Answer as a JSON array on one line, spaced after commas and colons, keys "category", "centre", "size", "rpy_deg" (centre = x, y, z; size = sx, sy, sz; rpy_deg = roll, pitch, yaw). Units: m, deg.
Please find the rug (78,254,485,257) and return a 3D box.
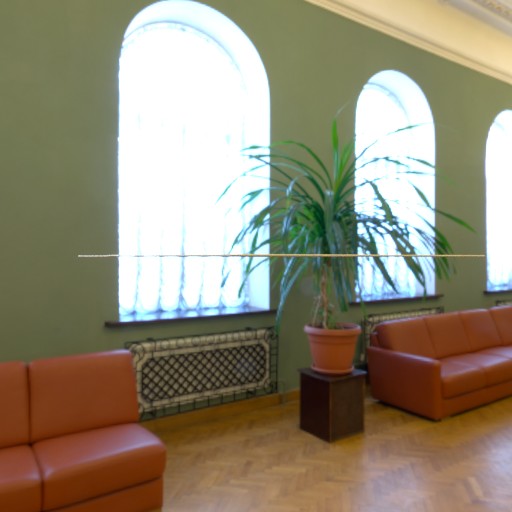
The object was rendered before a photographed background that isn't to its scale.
[{"category": "rug", "centre": [0.000, 0.000, 4.095], "size": [2.423, 0.019, 3.009], "rpy_deg": [0, 0, -35]}]
